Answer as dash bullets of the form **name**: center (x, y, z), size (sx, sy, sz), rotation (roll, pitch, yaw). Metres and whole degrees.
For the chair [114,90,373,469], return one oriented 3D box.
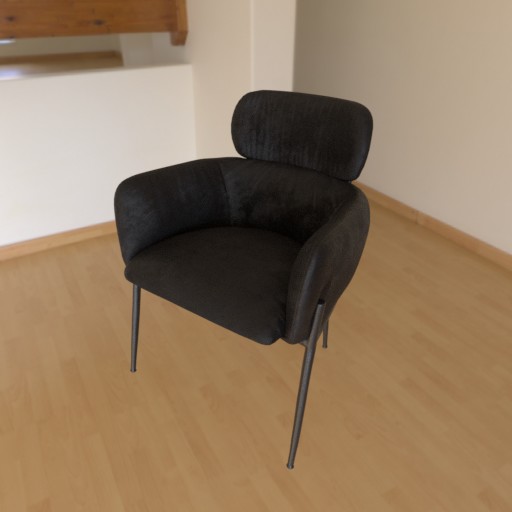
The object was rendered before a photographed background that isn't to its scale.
- **chair**: center (0.000, 0.000, 1.299), size (0.640, 0.818, 0.604), rotation (20, 36, 29)
